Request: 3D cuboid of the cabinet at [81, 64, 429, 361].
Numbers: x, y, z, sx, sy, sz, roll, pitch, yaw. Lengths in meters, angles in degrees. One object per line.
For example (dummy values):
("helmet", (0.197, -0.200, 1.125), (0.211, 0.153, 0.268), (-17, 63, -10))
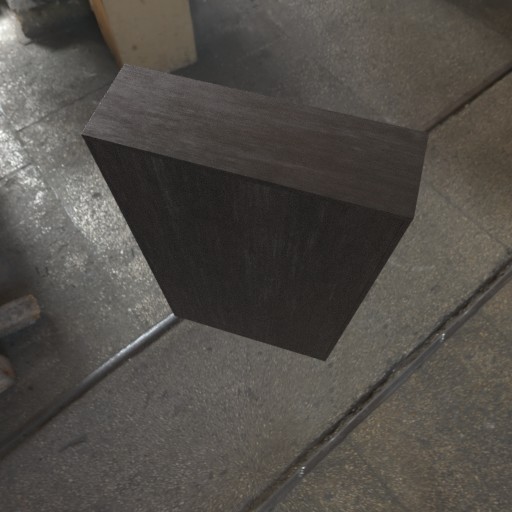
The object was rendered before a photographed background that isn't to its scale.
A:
("cabinet", (0.000, 0.000, 1.578), (0.750, 1.280, 0.250), (16, 65, 7))
